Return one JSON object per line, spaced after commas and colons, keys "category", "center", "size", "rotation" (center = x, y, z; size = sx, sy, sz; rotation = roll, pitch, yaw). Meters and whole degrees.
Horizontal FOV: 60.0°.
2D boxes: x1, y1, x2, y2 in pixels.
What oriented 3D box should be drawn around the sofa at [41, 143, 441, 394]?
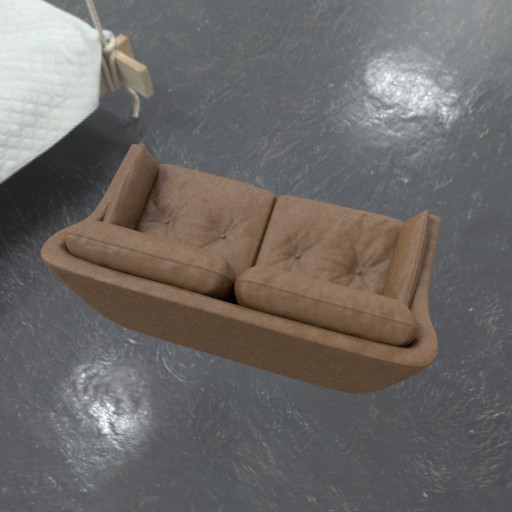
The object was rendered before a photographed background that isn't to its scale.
{"category": "sofa", "center": [0.000, 0.000, 2.278], "size": [1.731, 0.886, 0.981], "rotation": [15, 64, 7]}
